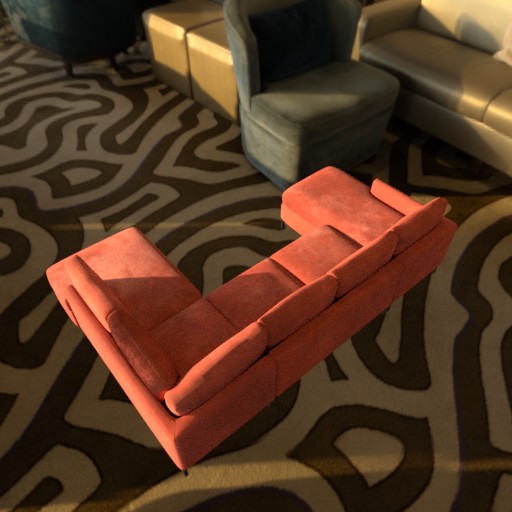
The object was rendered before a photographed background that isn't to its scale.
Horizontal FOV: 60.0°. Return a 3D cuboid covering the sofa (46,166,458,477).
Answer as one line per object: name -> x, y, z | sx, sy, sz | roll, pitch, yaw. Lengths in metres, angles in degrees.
sofa -> 0.000, 0.000, 3.834 | 2.971, 0.858, 1.981 | -31, 53, -27
